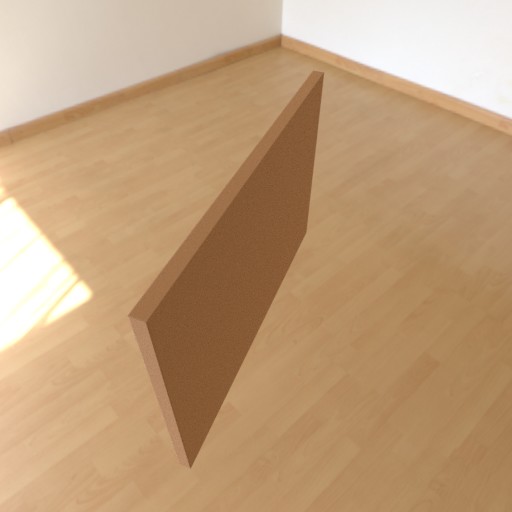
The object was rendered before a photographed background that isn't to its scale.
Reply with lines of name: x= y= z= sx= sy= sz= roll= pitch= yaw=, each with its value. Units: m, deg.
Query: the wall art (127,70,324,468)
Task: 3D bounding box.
wall art: x=0.000 y=0.000 z=1.163 sx=0.033 sy=0.608 sz=0.915 roll=17 pitch=48 yaw=15
